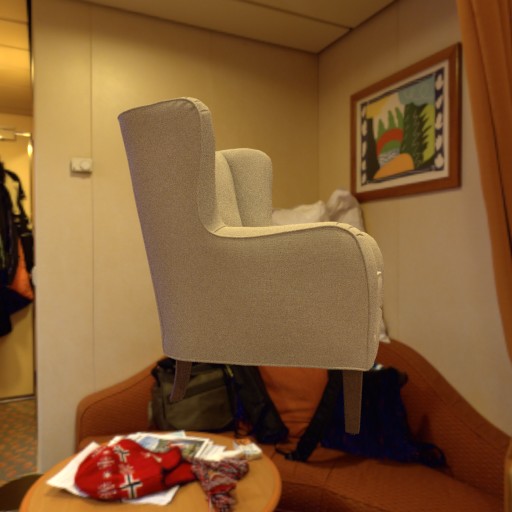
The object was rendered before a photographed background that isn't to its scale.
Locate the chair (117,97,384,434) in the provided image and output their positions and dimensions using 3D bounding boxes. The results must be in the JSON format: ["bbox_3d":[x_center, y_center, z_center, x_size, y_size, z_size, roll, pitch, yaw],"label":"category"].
[{"bbox_3d":[0.000,0.000,1.768,0.966,1.040,0.838,0,0,18],"label":"chair"}]
